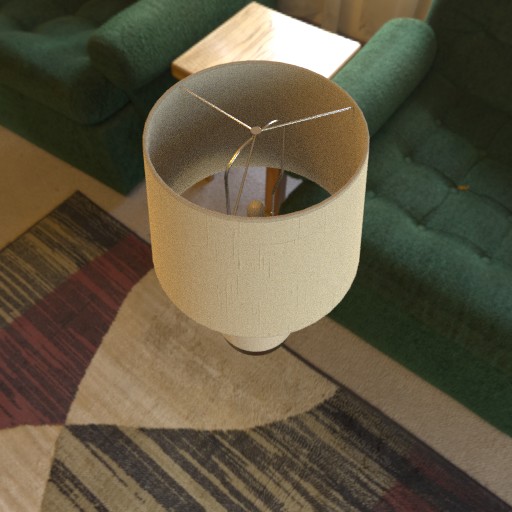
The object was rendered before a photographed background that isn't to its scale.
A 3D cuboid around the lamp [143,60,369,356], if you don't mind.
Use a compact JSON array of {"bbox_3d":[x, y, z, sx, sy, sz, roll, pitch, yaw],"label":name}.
[{"bbox_3d":[0.000,0.000,0.650,0.285,0.483,0.285,0,58,0],"label":"lamp"}]
